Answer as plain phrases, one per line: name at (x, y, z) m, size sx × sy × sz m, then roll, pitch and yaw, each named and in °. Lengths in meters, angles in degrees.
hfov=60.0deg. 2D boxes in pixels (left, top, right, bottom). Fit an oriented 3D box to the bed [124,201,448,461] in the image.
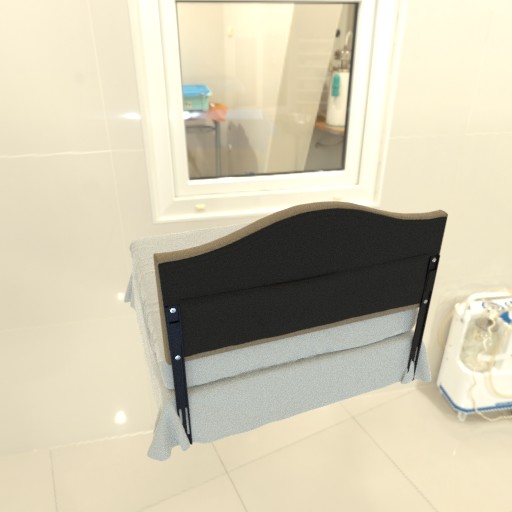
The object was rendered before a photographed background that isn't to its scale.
bed at (0.000, 0.000, 3.833) m, size 2.311 × 1.651 × 2.222 m, roll -9°, pitch 29°, yaw -18°
